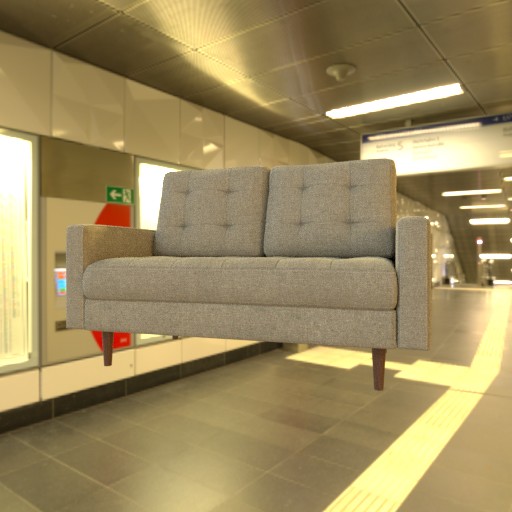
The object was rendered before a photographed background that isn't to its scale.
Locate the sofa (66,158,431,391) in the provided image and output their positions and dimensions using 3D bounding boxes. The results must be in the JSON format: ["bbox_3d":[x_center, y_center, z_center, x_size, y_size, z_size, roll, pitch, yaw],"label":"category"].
[{"bbox_3d":[0.000,0.000,1.972,1.407,0.907,0.842,0,0,17],"label":"sofa"}]
